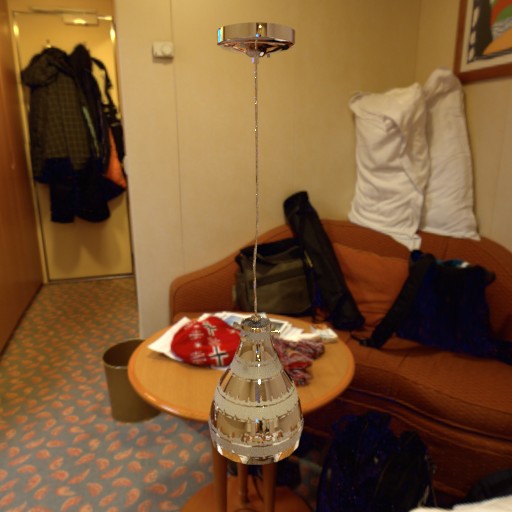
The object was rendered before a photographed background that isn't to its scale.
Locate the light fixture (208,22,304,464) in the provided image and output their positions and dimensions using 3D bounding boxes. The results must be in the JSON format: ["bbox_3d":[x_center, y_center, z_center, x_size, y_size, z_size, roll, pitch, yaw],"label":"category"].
[{"bbox_3d":[0.000,0.000,1.582,0.374,1.457,0.374,8,16,27],"label":"light fixture"}]
